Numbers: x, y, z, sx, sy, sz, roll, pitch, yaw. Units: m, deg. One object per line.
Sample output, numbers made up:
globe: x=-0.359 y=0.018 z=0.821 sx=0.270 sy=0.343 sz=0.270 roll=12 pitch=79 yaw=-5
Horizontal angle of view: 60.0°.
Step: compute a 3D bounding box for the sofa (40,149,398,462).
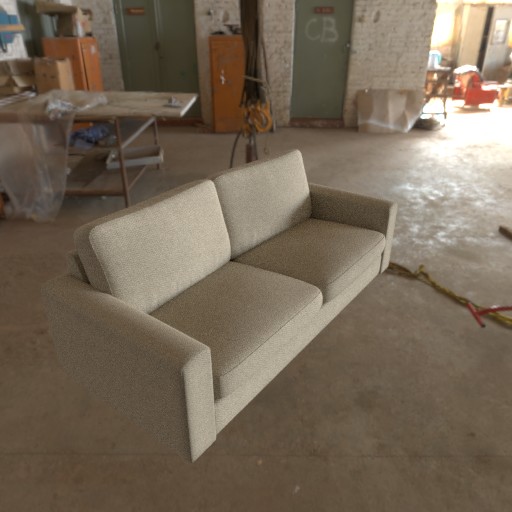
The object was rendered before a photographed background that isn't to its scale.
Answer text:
sofa: x=0.000 y=0.000 z=2.711 sx=1.016 sy=0.873 sz=2.179 roll=19 pitch=33 yaw=32
